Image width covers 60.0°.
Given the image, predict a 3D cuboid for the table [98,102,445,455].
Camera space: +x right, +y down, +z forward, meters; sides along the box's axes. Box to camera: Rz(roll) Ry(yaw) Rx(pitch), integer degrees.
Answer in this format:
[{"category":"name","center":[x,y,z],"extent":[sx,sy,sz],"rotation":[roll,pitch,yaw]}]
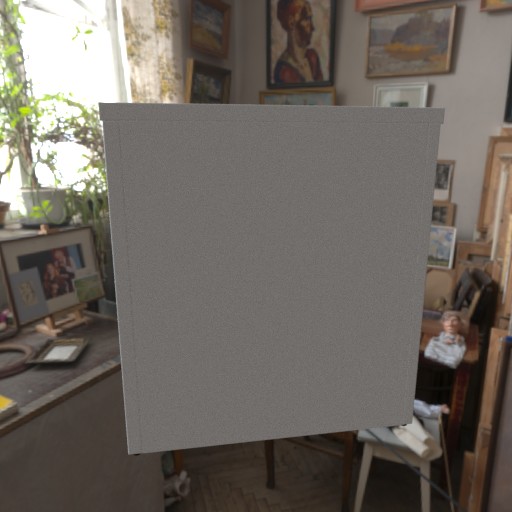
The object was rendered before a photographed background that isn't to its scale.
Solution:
[{"category":"table","center":[0.000,0.000,0.762],"extent":[0.420,0.460,0.380],"rotation":[-2,14,-9]}]
